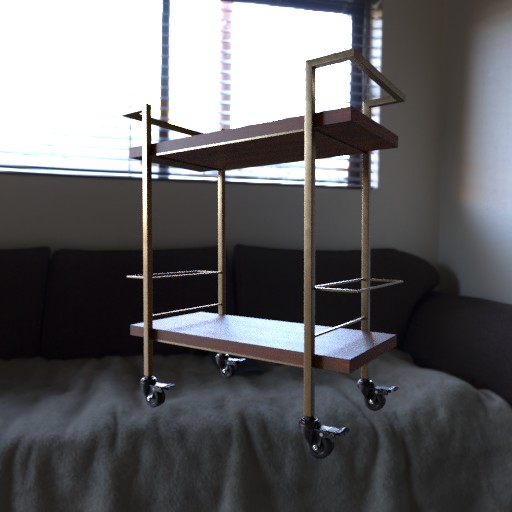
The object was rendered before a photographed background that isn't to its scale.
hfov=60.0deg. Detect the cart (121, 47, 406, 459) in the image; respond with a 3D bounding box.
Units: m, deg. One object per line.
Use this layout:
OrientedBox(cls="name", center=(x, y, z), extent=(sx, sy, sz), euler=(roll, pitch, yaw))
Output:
OrientedBox(cls="cart", center=(0.000, 0.000, 1.180), extent=(0.695, 0.807, 0.364), euler=(1, 2, 35))
